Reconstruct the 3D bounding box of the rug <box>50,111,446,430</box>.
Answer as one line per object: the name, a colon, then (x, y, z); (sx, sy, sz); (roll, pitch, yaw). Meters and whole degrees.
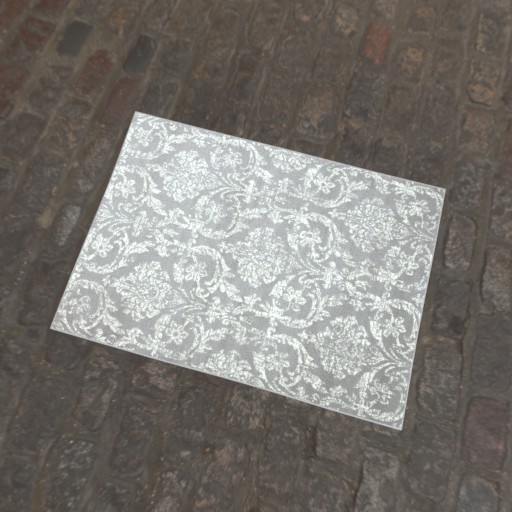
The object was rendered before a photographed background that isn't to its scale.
rug: (0.000, 0.000, 2.857); (2.206, 0.014, 1.578); (15, 76, 4)
